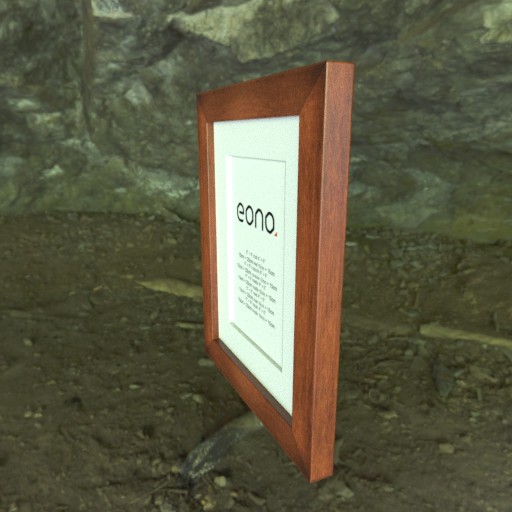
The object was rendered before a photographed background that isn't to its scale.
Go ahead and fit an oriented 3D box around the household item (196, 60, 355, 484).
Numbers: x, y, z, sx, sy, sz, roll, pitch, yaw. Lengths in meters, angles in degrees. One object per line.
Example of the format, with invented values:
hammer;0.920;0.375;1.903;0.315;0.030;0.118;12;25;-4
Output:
household item;0.000;0.000;0.341;0.020;0.250;0.200;-7;17;-25
